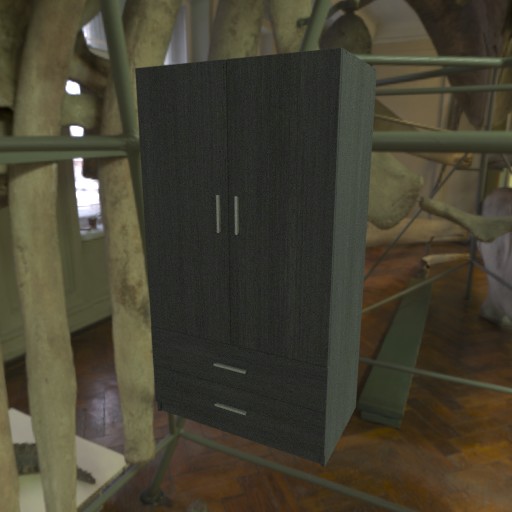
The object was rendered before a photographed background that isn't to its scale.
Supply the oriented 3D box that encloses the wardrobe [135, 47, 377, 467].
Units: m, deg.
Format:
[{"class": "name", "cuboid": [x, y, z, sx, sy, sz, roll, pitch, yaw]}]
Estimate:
[{"class": "wardrobe", "cuboid": [0.000, 0.000, 2.294, 0.991, 1.808, 0.577, 7, 16, 27]}]
